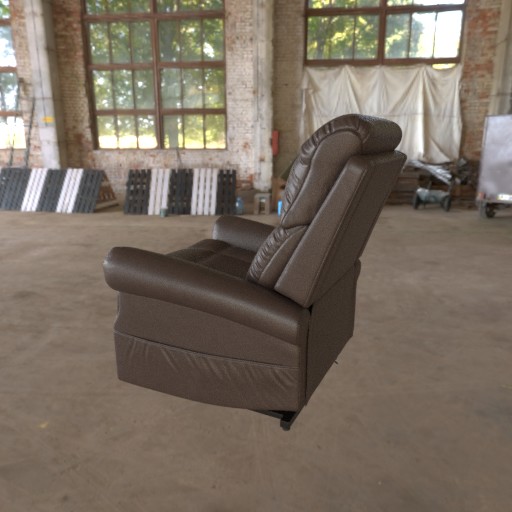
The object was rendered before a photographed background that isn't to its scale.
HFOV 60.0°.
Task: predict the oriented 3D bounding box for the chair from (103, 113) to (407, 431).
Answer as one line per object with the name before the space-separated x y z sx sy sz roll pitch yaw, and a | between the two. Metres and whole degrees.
chair | 0.000 0.000 1.730 0.978 1.028 0.869 7 17 26
